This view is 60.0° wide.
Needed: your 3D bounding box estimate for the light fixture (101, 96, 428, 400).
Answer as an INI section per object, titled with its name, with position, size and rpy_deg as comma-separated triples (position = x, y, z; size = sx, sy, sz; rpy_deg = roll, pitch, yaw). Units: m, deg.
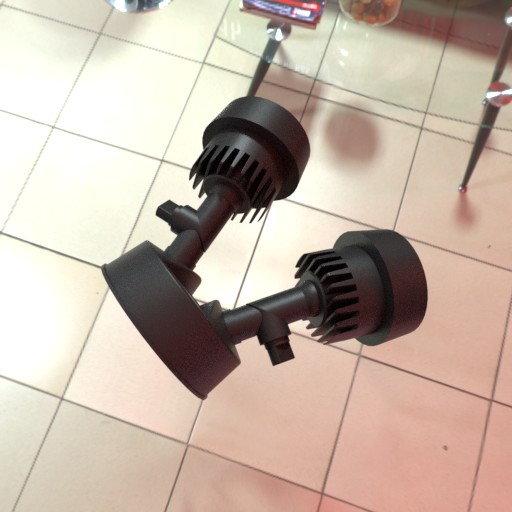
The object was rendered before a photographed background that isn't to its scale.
[light fixture]
position = 0.000, 0.000, 0.307
size = 0.168, 0.120, 0.213
rpy_deg = -37, 79, -9
